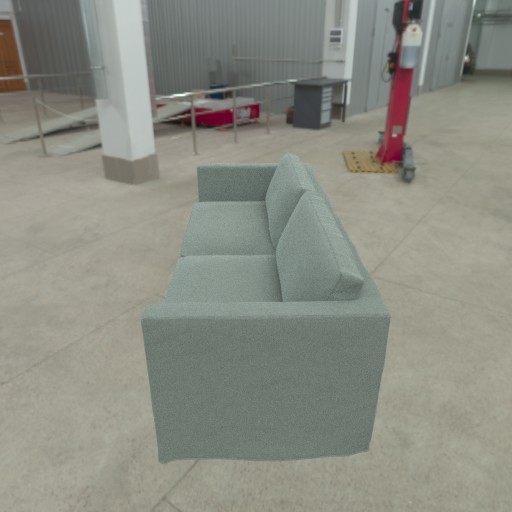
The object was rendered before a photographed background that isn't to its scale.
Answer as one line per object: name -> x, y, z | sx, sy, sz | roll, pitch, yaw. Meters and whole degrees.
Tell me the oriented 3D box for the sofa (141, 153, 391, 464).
sofa -> 0.000, 0.000, 2.755 | 0.962, 0.853, 2.312 | -1, 26, -1
